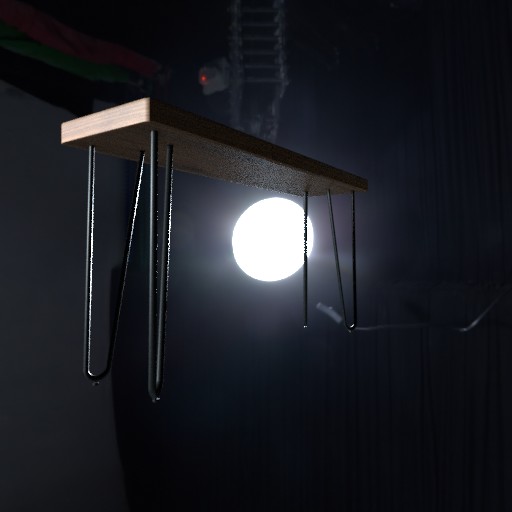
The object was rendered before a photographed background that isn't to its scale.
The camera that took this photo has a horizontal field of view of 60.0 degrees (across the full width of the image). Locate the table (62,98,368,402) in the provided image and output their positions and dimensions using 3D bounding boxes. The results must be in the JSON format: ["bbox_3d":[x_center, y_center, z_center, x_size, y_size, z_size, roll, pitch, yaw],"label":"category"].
[{"bbox_3d":[0.000,0.000,1.920,0.425,0.834,1.570,0,0,35],"label":"table"}]
